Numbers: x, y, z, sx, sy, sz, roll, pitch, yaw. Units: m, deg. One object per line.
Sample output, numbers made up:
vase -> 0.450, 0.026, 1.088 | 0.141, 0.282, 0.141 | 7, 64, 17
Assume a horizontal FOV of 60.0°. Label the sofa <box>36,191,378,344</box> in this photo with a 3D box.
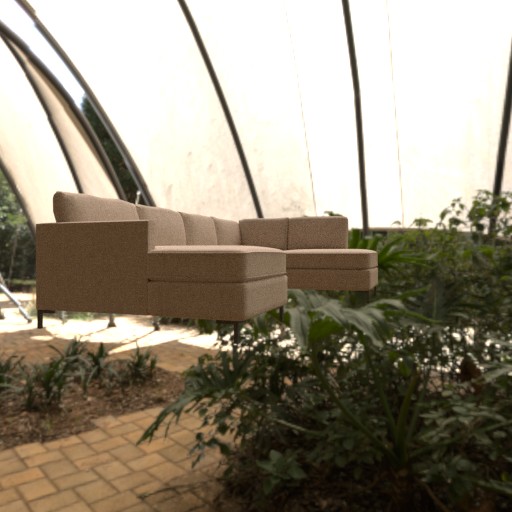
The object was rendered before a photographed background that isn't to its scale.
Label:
sofa -> 0.000, 0.000, 4.282 | 2.021, 0.996, 3.423 | 0, 0, 20
